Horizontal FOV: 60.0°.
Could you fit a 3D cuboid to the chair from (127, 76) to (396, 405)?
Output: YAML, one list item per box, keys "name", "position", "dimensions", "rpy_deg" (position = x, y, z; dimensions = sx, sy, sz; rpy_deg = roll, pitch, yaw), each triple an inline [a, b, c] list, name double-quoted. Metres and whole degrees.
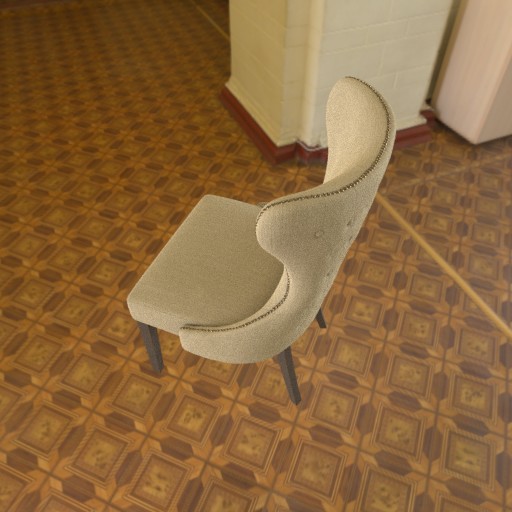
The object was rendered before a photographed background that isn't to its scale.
- name: "chair"
  position: [0.000, 0.000, 1.375]
  dimensions: [0.635, 0.967, 0.628]
  rpy_deg: [16, 49, 15]
